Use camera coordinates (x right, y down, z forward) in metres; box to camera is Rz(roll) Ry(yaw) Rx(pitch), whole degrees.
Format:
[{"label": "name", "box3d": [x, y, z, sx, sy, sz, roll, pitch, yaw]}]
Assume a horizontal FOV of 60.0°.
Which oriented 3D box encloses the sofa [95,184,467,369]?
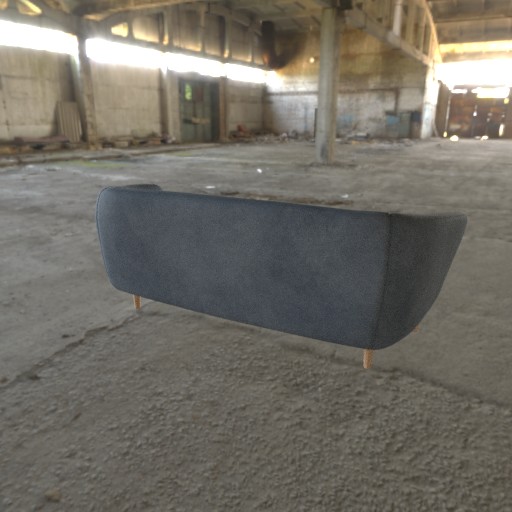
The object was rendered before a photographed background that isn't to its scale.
[{"label": "sofa", "box3d": [0.000, 0.000, 2.544, 2.095, 0.795, 0.849, 9, 19, 27]}]
